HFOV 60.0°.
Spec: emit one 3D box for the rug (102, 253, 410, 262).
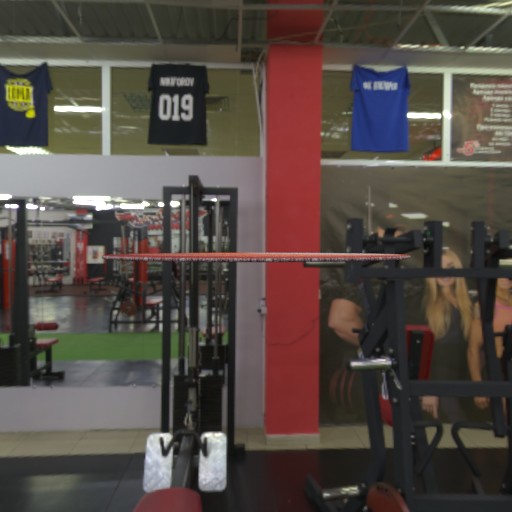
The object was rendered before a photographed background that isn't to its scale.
[{"bbox_3d":[0.000,0.000,2.301,1.514,0.015,1.514,0,1,0],"label":"rug"}]
